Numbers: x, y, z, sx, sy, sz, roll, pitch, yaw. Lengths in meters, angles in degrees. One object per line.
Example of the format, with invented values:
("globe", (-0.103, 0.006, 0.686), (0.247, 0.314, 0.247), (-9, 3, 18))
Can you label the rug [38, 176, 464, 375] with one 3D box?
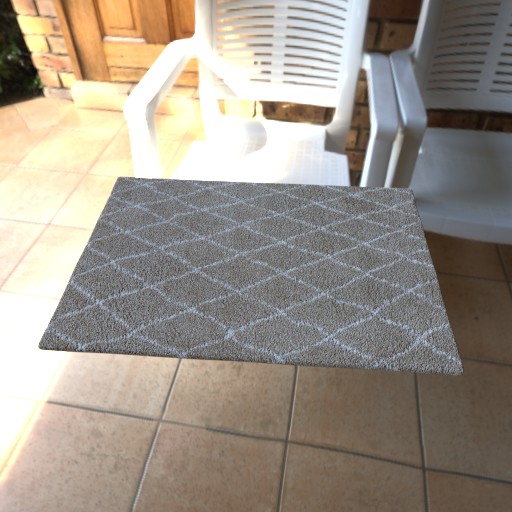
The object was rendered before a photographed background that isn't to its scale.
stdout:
("rug", (0.000, 0.000, 2.258), (1.778, 0.030, 1.219), (3, 46, 3))
